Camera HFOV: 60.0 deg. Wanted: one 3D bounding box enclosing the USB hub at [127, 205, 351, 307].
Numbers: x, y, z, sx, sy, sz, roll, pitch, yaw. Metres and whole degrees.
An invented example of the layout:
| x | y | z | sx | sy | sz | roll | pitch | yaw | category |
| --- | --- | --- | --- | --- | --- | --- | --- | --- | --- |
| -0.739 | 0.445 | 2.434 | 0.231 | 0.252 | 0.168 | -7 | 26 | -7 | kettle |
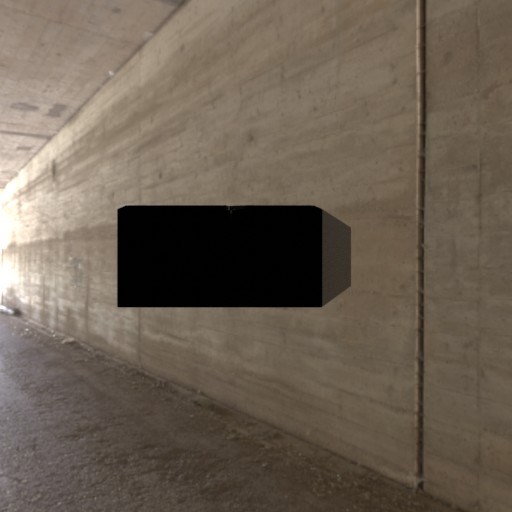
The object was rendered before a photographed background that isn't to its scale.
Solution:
| x | y | z | sx | sy | sz | roll | pitch | yaw | category |
| --- | --- | --- | --- | --- | --- | --- | --- | --- | --- |
| 0.000 | 0.000 | 0.126 | 0.044 | 0.023 | 0.110 | 0 | 0 | 17 | USB hub |
